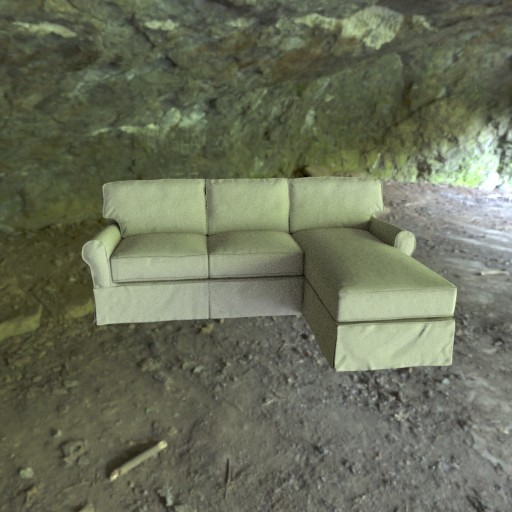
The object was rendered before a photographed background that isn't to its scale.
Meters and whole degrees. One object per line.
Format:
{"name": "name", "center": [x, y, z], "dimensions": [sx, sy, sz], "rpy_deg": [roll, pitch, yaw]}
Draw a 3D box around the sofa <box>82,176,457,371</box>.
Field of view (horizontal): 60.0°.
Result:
{"name": "sofa", "center": [0.000, 0.000, 3.268], "dimensions": [2.475, 0.978, 1.733], "rpy_deg": [-2, 17, -6]}
